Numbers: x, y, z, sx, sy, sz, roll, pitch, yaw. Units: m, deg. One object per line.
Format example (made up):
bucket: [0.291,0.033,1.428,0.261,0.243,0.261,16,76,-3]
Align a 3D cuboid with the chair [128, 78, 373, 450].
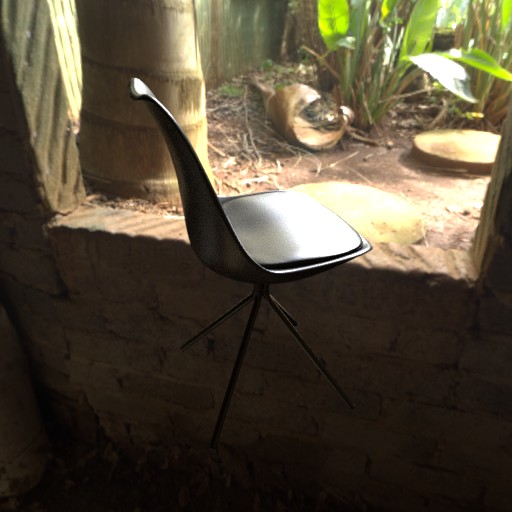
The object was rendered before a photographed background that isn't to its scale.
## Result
chair: [0.000,0.000,1.141,0.525,0.850,0.461,-9,30,-17]
